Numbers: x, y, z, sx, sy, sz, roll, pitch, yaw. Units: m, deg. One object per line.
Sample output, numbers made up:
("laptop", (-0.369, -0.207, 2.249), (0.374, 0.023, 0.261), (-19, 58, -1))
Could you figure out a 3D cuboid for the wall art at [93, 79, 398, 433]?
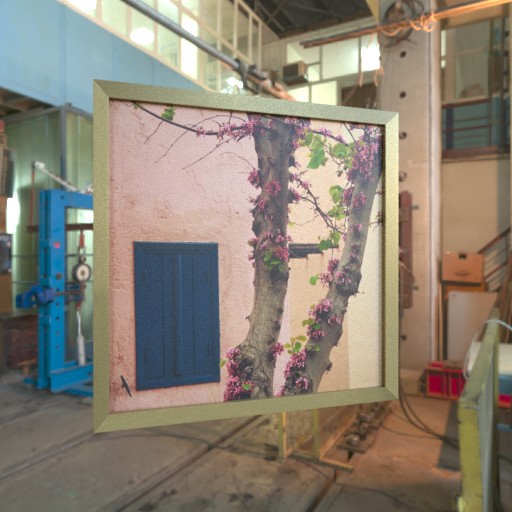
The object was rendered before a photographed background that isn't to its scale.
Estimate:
("wall art", (0.000, 0.000, 0.444), (0.304, 0.305, 0.038), (0, 0, -17))
